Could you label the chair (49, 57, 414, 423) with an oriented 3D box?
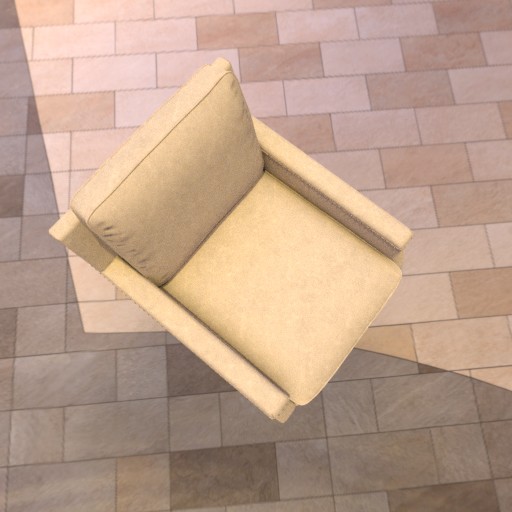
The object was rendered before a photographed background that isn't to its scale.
[{"bbox_3d":[0.000,0.000,1.709,1.014,0.943,0.853,38,78,10],"label":"chair"}]
